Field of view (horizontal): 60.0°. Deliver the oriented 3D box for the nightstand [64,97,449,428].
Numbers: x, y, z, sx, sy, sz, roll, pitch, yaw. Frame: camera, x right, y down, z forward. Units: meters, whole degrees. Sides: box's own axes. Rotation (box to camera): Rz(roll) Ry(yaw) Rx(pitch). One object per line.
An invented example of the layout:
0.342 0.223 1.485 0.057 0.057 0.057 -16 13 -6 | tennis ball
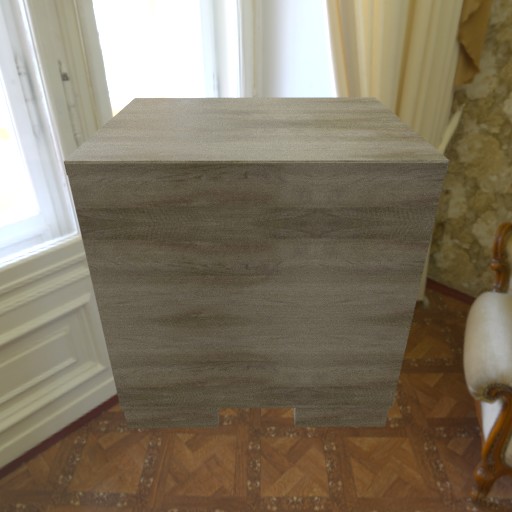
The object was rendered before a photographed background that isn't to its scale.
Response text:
0.000 0.000 0.751 0.427 0.448 0.347 0 31 0 | nightstand
